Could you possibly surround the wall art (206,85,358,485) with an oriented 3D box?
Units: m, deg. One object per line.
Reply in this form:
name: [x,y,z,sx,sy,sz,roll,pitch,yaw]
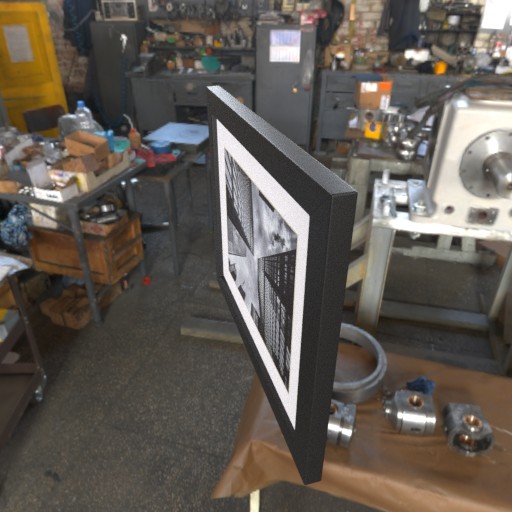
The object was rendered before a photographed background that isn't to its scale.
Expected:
wall art: [0.000,0.000,0.757,0.031,0.457,0.558,-9,32,-15]
